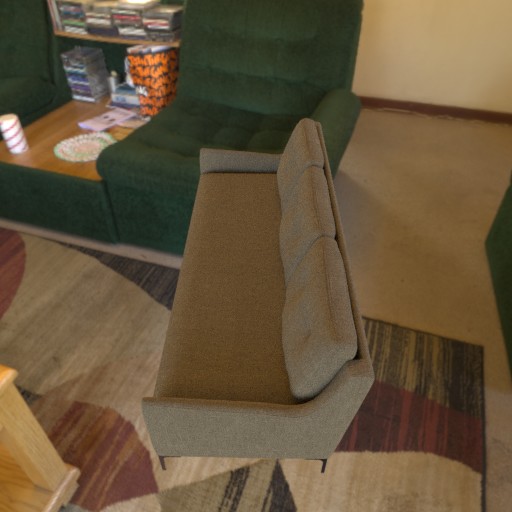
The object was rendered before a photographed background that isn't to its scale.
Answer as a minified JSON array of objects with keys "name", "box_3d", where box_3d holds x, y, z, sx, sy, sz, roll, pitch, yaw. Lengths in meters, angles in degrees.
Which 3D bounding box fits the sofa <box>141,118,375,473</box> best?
[{"name":"sofa","box_3d":[0.000,0.000,2.491,0.849,0.837,2.060,1,41,1]}]
